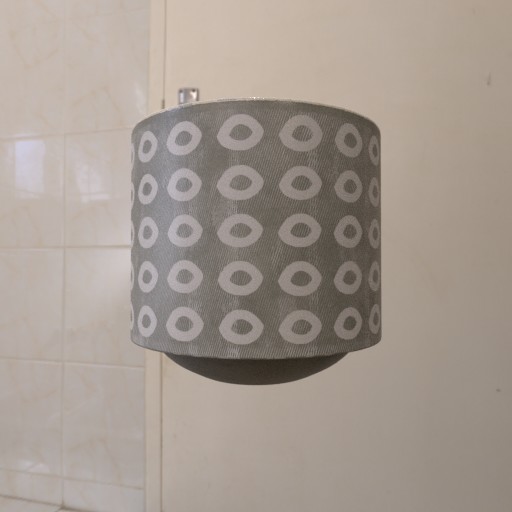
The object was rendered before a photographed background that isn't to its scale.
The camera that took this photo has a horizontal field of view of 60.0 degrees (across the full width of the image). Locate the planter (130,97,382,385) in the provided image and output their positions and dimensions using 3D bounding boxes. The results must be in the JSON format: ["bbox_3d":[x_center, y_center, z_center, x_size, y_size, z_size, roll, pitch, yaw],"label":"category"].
[{"bbox_3d":[0.000,0.000,0.349,0.190,0.181,0.190,0,-1,0],"label":"planter"}]
